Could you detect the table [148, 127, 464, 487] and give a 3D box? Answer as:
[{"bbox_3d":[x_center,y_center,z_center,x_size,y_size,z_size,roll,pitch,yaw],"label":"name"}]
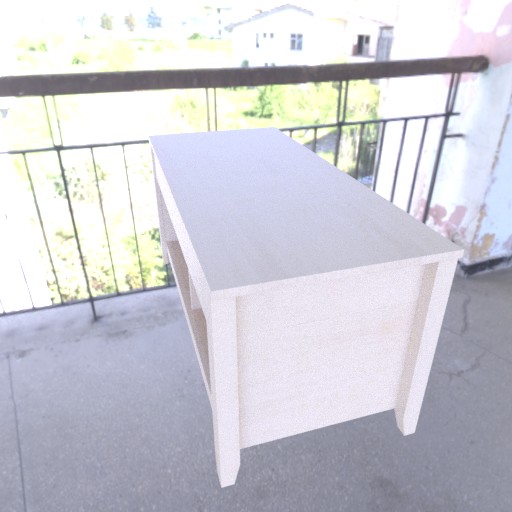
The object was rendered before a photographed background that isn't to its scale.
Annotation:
[{"bbox_3d":[0.000,0.000,1.265,0.457,0.483,1.016,-8,30,-15],"label":"table"}]
